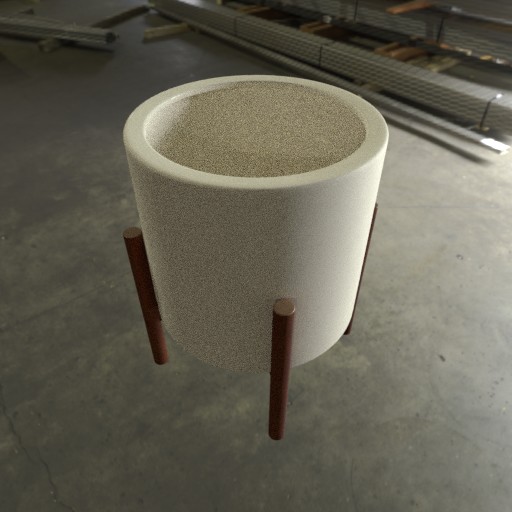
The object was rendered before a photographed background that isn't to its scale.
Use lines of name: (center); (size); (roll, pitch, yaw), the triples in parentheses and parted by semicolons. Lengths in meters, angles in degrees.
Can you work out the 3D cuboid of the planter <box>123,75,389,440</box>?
planter: (0.000, 0.000, 0.902); (0.421, 0.581, 0.420); (26, 47, 27)
